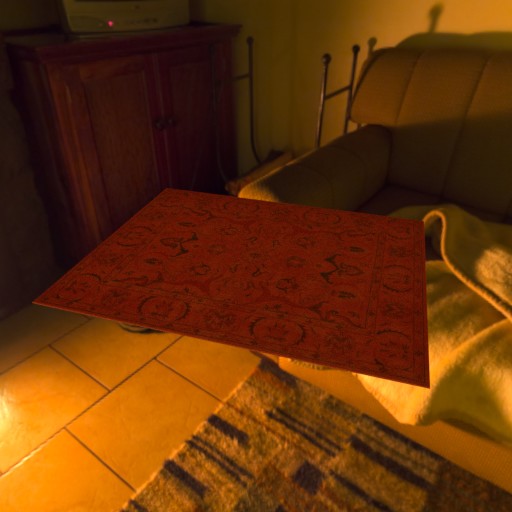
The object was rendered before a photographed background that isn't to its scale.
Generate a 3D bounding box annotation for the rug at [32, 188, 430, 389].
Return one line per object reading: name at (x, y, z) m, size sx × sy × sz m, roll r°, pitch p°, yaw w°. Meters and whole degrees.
rug at (0.000, 0.000, 4.006) m, size 2.929 × 0.012 × 2.300 m, roll 9°, pitch 33°, yaw 14°
